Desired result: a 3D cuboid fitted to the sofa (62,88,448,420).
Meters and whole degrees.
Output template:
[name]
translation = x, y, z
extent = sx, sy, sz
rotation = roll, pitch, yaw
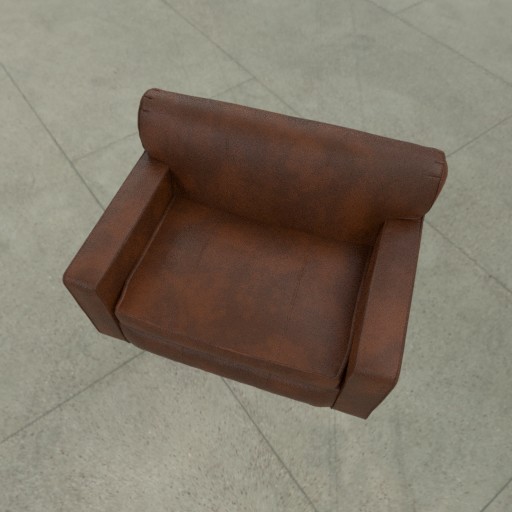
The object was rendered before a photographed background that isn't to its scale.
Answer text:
[sofa]
translation = 0.000, 0.000, 2.055
extent = 1.413, 0.956, 1.000
rotation = 15, 58, 10
